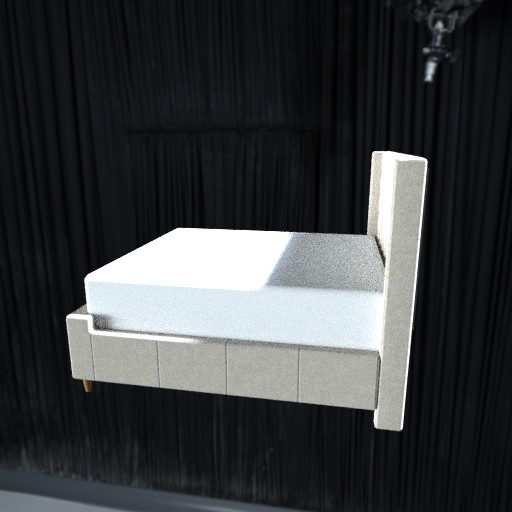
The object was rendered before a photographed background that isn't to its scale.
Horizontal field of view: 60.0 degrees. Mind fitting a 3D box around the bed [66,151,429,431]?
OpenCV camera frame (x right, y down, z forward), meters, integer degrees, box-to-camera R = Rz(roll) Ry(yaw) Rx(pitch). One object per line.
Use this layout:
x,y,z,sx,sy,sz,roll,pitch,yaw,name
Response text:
0.000,0.000,3.840,2.370,1.743,2.045,3,15,10,bed
